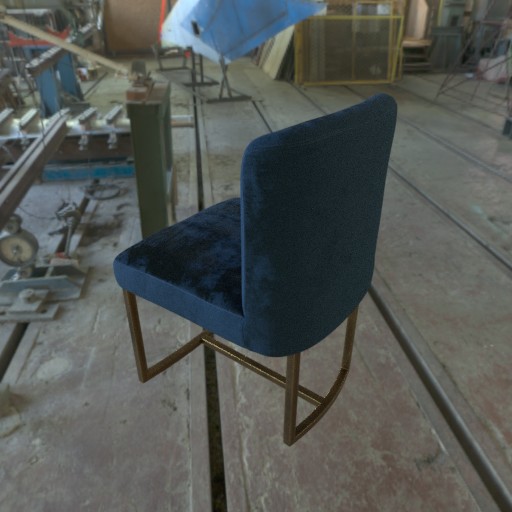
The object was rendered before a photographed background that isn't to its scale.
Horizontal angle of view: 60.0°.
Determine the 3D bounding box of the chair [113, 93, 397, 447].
[{"bbox_3d":[0.000,0.000,1.172,0.560,0.824,0.530,21,36,31],"label":"chair"}]
